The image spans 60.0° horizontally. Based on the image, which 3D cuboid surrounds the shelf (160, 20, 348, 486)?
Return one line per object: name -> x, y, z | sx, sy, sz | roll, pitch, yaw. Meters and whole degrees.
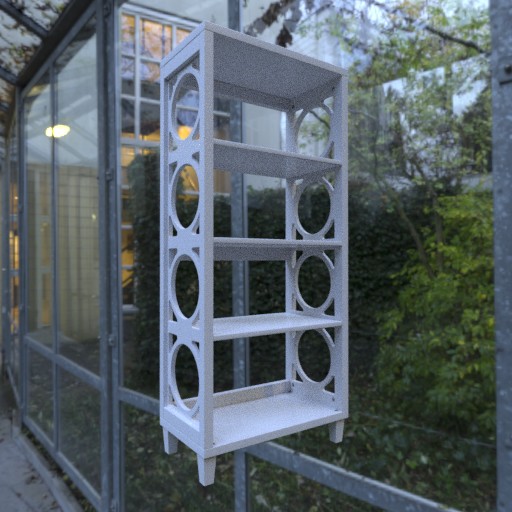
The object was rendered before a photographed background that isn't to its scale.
shelf -> 0.000, 0.000, 1.636 | 0.611, 1.411, 0.340 | 0, -1, -35
